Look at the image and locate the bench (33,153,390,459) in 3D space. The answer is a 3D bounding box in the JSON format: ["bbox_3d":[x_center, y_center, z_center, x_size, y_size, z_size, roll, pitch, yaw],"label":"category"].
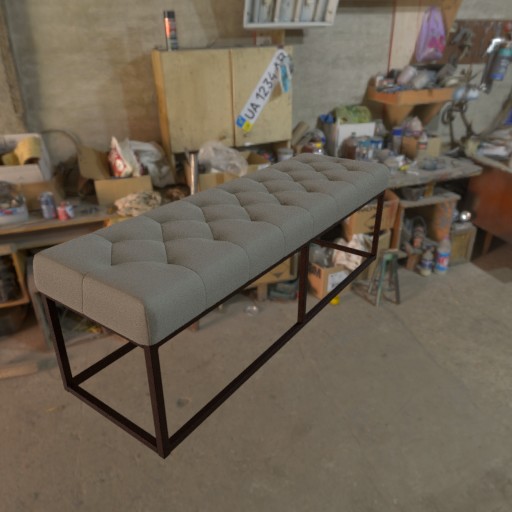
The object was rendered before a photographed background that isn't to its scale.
[{"bbox_3d":[0.000,0.000,1.712,0.479,0.488,1.488,17,31,31],"label":"bench"}]
